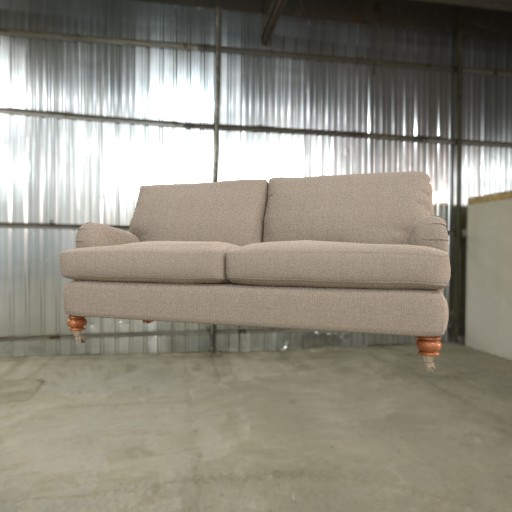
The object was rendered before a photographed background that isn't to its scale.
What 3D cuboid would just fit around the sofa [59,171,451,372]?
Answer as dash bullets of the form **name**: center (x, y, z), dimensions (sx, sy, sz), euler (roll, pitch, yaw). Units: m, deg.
- **sofa**: center (0.000, 0.000, 2.757), dimensions (2.160, 1.054, 1.087), euler (0, 1, 18)
